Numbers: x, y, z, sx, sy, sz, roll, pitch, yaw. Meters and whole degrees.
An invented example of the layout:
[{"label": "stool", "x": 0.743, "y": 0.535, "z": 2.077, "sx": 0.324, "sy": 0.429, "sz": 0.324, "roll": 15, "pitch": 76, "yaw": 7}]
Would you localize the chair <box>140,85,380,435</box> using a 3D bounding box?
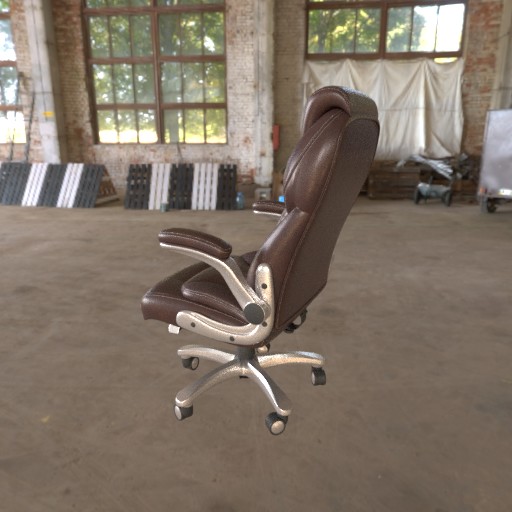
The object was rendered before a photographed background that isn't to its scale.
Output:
[{"label": "chair", "x": 0.000, "y": 0.000, "z": 1.668, "sx": 0.774, "sy": 1.160, "sz": 0.733, "roll": 8, "pitch": 17, "yaw": 26}]
